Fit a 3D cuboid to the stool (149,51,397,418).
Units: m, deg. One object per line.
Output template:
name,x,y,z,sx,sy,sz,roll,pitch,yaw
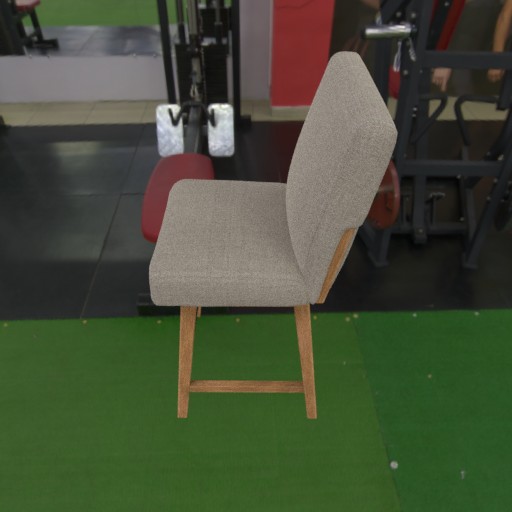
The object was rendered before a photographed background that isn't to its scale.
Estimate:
stool,0.000,0.000,1.280,0.526,1.010,0.459,0,42,0
